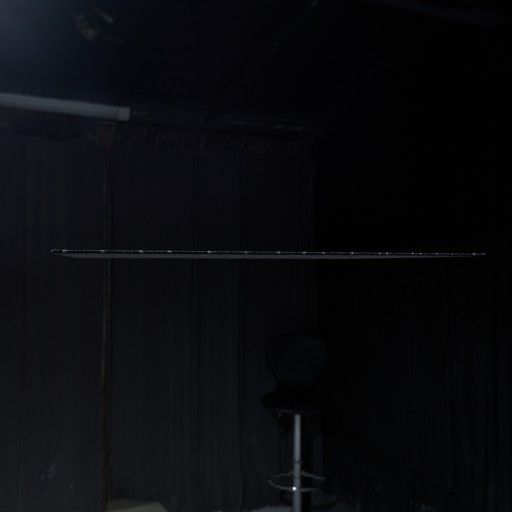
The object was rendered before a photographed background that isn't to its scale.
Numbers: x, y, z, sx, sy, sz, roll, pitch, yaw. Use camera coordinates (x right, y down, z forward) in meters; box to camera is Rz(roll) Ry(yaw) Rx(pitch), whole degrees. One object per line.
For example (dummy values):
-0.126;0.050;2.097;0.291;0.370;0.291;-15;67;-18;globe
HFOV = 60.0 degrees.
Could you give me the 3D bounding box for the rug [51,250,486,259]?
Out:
0.000;0.000;2.310;1.830;0.013;1.223;0;-1;-19;rug
